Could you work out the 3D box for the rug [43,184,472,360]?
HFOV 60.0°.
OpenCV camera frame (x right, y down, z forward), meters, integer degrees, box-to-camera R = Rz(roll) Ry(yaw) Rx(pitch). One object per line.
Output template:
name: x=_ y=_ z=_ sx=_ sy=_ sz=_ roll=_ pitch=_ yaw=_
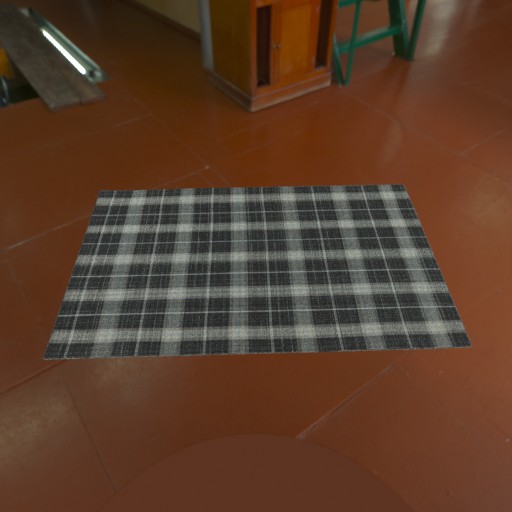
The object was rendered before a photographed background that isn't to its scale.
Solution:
rug: x=0.000 y=0.000 z=3.021 sx=2.434 sy=0.015 sz=1.520 roll=-1 pitch=47 yaw=-1
